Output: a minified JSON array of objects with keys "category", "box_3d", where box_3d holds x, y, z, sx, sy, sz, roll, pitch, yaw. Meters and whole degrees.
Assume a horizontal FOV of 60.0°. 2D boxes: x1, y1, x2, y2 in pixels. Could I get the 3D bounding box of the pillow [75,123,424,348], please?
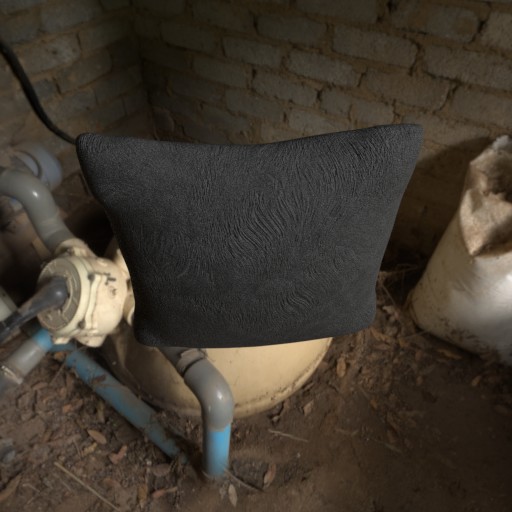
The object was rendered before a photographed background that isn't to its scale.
[{"category":"pillow","box_3d":[0.000,0.000,0.823,0.533,0.523,0.210,-4,45,-4]}]
